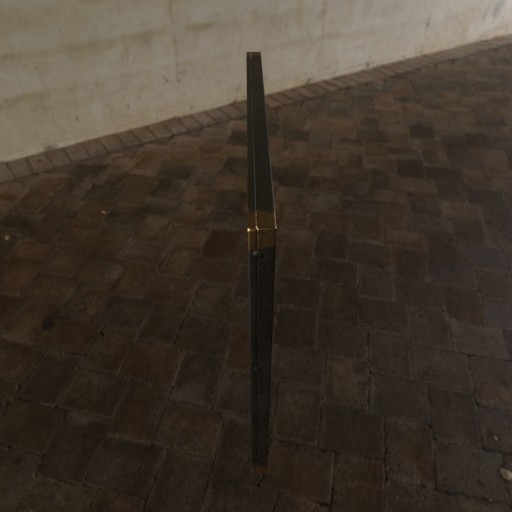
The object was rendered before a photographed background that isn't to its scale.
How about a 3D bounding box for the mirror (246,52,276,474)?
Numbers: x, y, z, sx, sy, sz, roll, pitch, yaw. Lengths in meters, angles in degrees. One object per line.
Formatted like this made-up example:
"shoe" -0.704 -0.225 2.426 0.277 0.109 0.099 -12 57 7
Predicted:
"mirror" 0.000 0.000 0.564 0.020 0.381 0.382 -1 41 -1
